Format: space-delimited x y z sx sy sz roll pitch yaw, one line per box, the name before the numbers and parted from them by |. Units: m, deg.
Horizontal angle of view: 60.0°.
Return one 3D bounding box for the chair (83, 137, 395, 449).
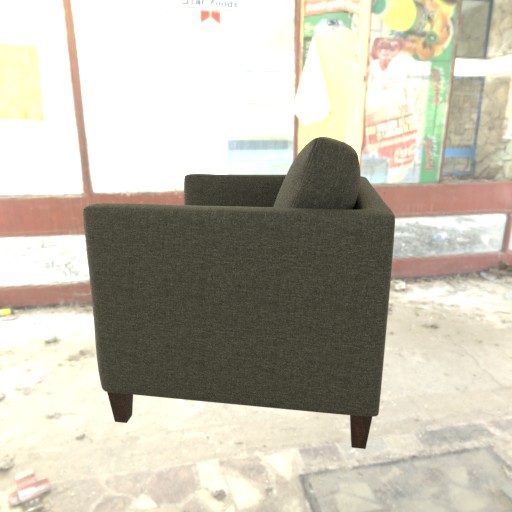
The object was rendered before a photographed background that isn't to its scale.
chair | 0.000 0.000 1.837 0.959 0.963 1.107 2 16 9
